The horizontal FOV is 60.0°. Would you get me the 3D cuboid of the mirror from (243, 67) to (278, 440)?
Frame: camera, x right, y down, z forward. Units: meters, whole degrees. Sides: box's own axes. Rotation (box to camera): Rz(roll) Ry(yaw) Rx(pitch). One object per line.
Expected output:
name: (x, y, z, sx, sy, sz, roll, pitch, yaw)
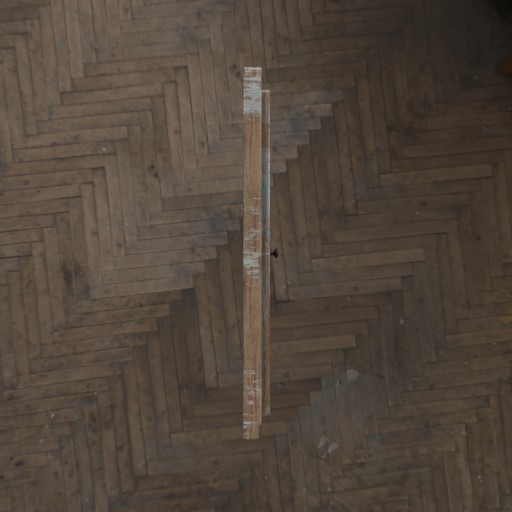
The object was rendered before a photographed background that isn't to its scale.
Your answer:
mirror: (0.000, 0.000, 1.449, 0.083, 1.213, 0.707, 0, 89, -2)
